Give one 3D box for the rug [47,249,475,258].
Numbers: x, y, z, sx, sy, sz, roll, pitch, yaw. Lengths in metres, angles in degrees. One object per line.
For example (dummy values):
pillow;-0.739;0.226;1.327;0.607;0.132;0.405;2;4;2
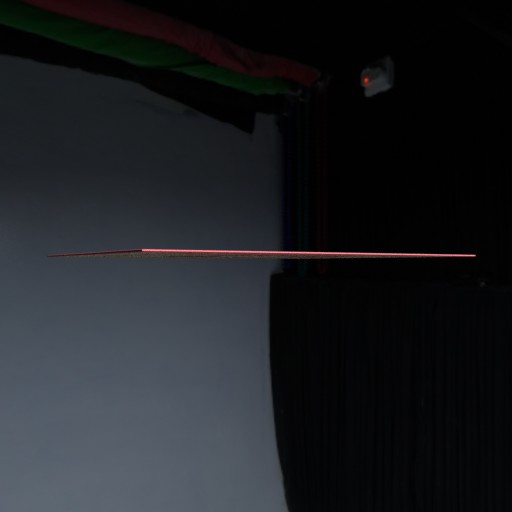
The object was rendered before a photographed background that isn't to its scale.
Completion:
rug;0.000;0.000;4.005;3.053;0.013;2.387;1;-1;-35
